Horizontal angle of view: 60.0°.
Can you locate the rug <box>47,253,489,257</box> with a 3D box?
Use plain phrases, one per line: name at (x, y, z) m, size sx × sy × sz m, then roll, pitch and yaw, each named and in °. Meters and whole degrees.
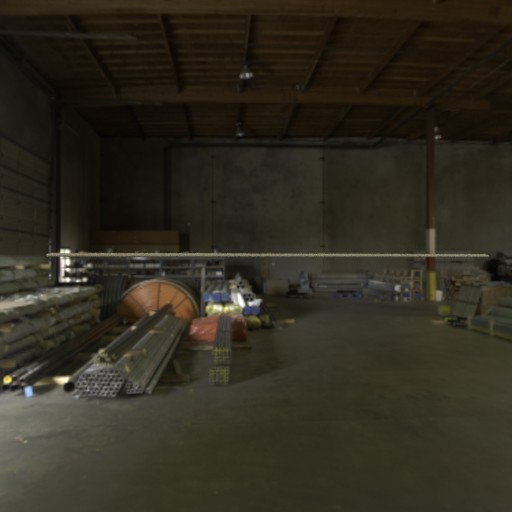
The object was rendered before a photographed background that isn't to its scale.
rug at (0.000, 0.000, 2.318) m, size 1.839 × 0.012 × 1.219 m, roll 0°, pitch 0°, yaw -18°
